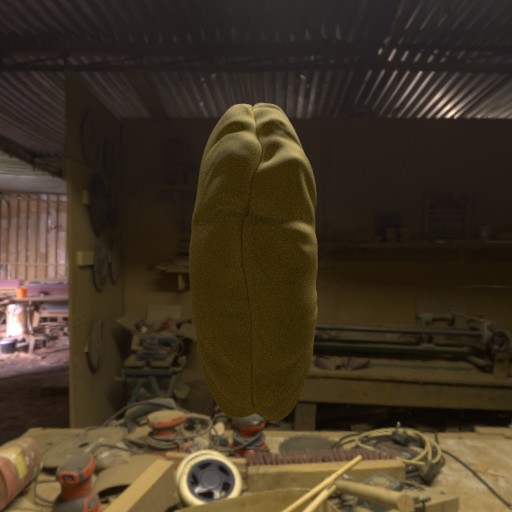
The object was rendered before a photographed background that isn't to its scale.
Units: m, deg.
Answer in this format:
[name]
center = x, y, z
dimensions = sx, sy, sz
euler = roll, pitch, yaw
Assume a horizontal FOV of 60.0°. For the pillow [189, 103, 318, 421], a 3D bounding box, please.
[pillow]
center = 0.000, 0.000, 0.626
dimensions = 0.148, 0.407, 0.428
euler = 0, 1, 2
